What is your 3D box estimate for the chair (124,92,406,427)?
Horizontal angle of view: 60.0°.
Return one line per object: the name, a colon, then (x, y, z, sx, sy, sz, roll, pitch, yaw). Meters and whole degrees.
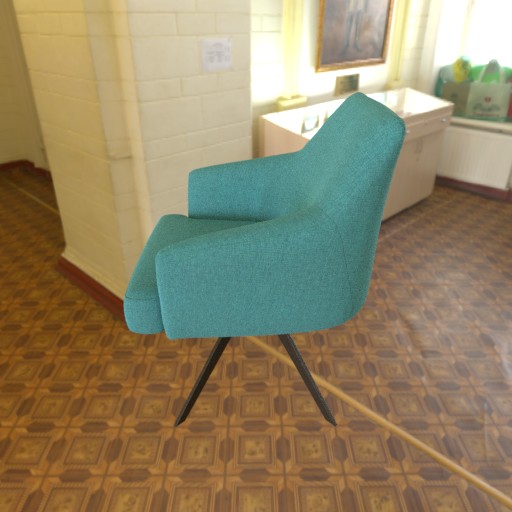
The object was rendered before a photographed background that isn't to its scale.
chair: (0.000, 0.000, 1.317, 0.677, 0.874, 0.642, 0, 28, 0)
